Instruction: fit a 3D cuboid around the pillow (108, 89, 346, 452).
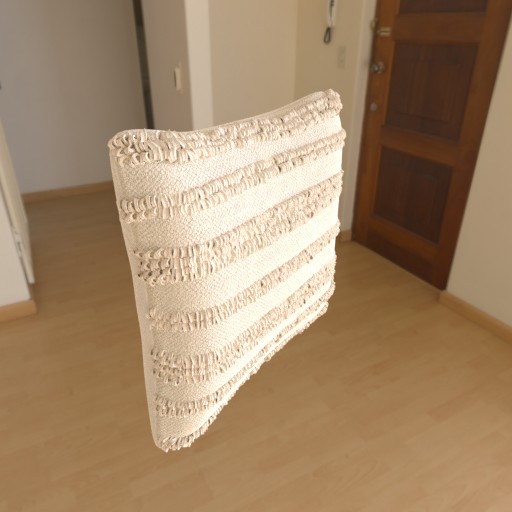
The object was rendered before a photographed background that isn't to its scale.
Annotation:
[{"bbox_3d":[0.000,0.000,0.645,0.145,0.427,0.437,19,33,31],"label":"pillow"}]
